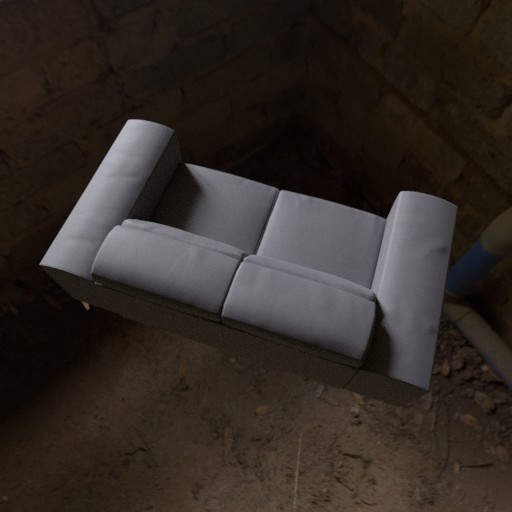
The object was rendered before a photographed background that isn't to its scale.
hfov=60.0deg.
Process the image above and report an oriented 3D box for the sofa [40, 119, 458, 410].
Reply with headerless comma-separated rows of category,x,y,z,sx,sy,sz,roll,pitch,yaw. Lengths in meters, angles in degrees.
sofa,0.000,0.000,2.402,1.895,0.779,1.003,17,65,8
